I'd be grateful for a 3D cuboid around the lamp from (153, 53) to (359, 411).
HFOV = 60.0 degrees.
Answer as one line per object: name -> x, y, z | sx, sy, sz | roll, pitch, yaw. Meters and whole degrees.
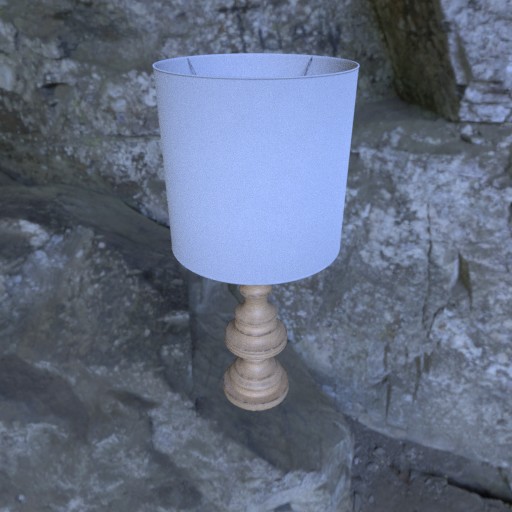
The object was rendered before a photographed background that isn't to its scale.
lamp -> 0.000, 0.000, 0.567 | 0.208, 0.455, 0.208 | 10, 31, 17
